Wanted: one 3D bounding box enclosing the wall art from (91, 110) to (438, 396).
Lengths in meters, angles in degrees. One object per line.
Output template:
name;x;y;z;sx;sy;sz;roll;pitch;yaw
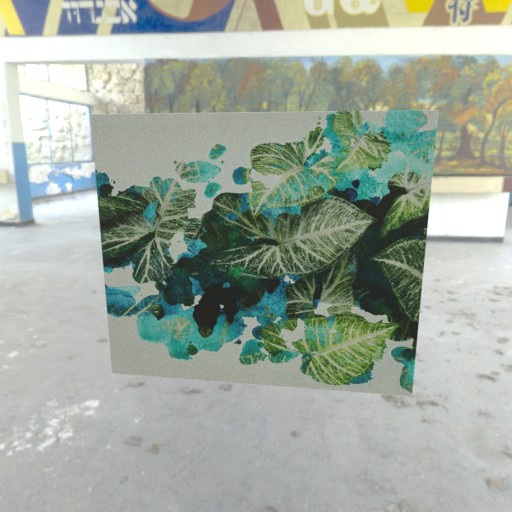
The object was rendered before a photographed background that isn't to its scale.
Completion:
wall art;0.000;0.000;0.990;0.711;0.610;0.043;2;14;8
